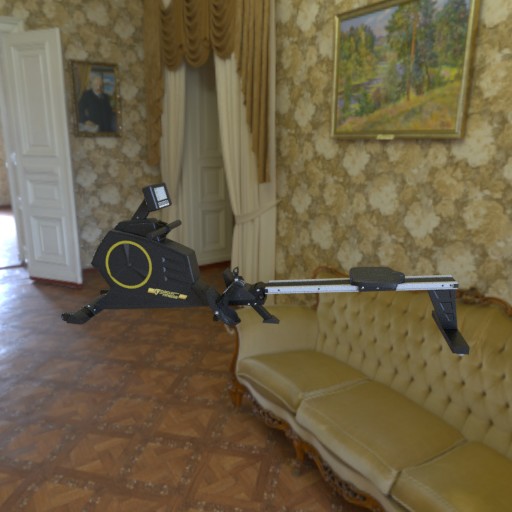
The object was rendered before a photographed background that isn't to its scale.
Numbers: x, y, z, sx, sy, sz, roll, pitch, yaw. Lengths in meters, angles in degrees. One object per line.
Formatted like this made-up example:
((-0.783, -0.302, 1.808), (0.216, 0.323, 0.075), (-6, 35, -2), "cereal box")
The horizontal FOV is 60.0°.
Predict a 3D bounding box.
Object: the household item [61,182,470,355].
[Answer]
((0.000, 0.000, 2.558), (2.251, 0.810, 0.521), (2, 14, 10), "household item")
